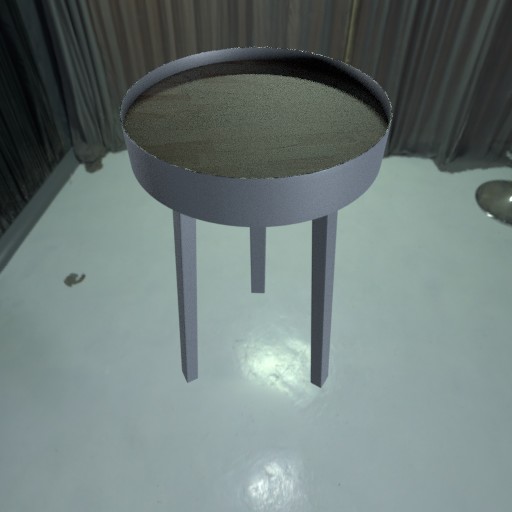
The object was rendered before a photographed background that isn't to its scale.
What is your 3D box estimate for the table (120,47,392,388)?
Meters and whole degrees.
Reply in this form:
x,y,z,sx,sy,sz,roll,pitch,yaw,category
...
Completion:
x,y,z,sx,sy,sz,roll,pitch,yaw,category
0.000,0.000,0.921,0.406,0.686,0.406,2,46,2,table
